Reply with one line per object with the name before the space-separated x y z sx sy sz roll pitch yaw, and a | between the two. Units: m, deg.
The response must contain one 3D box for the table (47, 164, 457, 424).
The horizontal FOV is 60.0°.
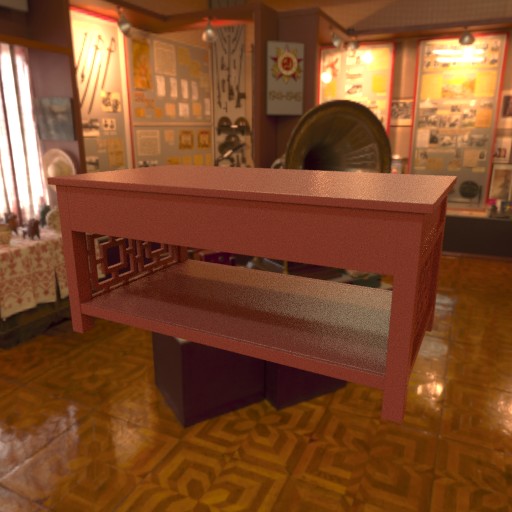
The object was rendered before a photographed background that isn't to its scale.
table | 0.000 0.000 1.395 1.068 0.493 0.612 8 18 26
